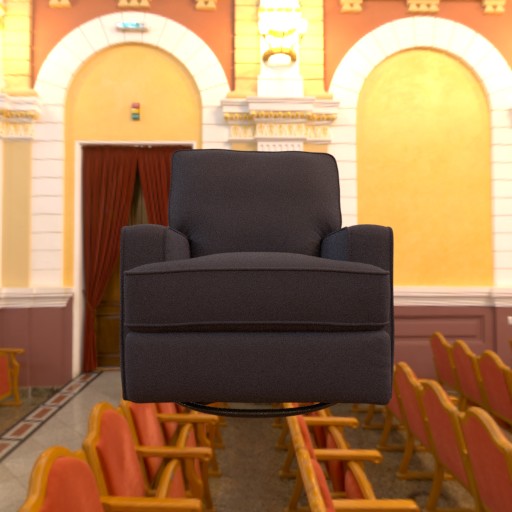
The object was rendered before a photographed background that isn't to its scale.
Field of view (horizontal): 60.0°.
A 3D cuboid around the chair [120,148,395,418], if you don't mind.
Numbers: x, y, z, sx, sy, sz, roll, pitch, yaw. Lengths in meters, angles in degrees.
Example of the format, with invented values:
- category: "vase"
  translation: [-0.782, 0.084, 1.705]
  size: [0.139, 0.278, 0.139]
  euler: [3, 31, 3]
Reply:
- category: "chair"
  translation: [0.000, 0.000, 1.700]
  size: [0.861, 0.962, 0.964]
  euler: [0, -1, -1]
